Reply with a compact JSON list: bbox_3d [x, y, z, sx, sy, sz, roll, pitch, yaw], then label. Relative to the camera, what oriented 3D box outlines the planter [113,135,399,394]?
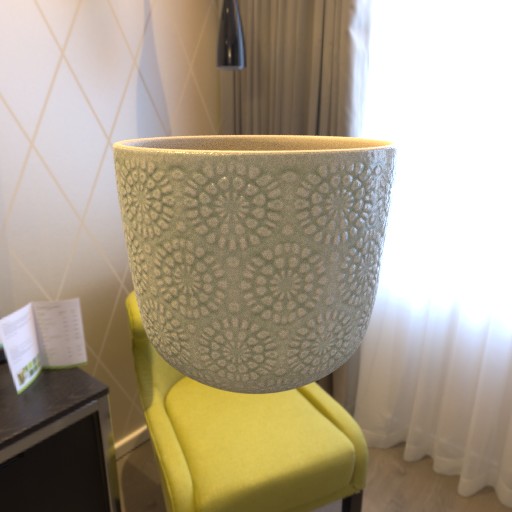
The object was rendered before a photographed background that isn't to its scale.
[{"bbox_3d":[0.000,0.000,0.216,0.124,0.109,0.124,0,18,0],"label":"planter"}]
